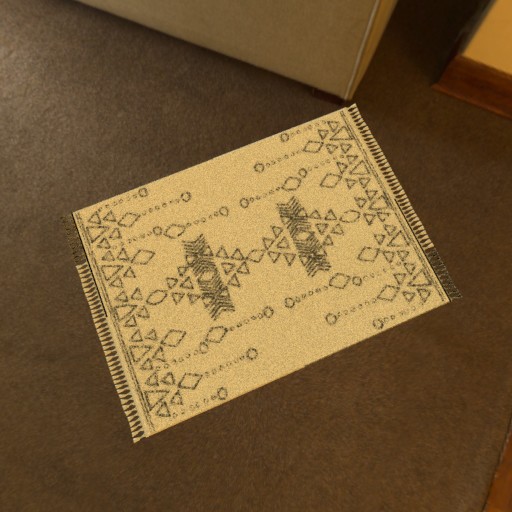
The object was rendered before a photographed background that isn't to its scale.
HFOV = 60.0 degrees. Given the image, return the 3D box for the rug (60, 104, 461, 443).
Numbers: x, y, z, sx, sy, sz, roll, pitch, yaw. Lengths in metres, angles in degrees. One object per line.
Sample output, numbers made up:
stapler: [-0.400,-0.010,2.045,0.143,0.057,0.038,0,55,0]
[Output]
rug: [0.000,0.000,3.032,2.312,0.013,1.600,-22,76,-6]
